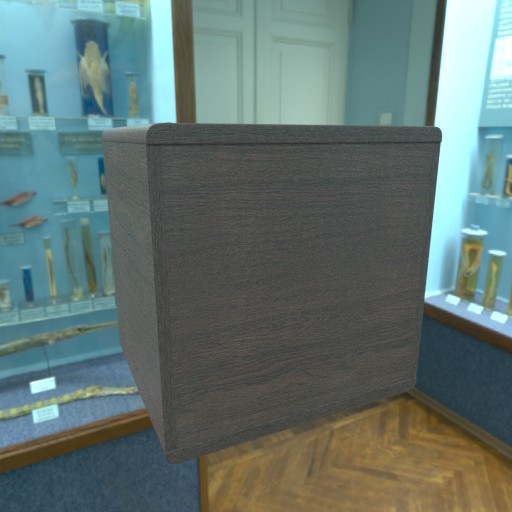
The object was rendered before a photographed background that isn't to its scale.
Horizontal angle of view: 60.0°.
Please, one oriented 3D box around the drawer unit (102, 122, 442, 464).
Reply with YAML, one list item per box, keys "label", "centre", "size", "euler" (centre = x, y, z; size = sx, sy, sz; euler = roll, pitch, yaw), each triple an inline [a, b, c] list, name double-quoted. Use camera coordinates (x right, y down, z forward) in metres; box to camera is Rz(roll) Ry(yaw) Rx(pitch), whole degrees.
- label: "drawer unit"
  centre: [0.000, 0.000, 0.612]
  size: [0.344, 0.344, 0.290]
  euler: [-7, 17, -25]
